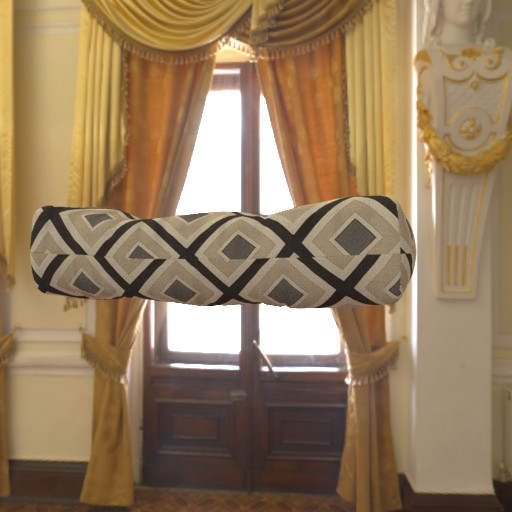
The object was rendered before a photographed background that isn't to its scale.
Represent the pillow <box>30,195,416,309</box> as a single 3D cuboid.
[{"bbox_3d":[0.000,0.000,0.712,0.468,0.128,0.490,0,0,17],"label":"pillow"}]
